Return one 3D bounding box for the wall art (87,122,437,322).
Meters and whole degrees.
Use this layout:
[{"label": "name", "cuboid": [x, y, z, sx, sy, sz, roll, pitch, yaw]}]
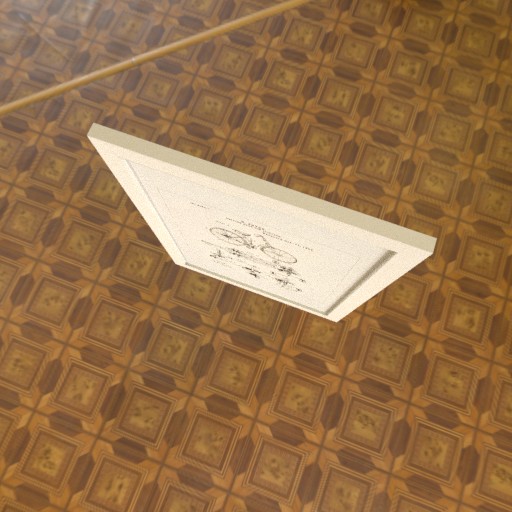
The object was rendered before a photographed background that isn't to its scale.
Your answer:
[{"label": "wall art", "cuboid": [0.000, 0.000, 0.630, 0.332, 0.477, 0.015, 20, 75, 5]}]
